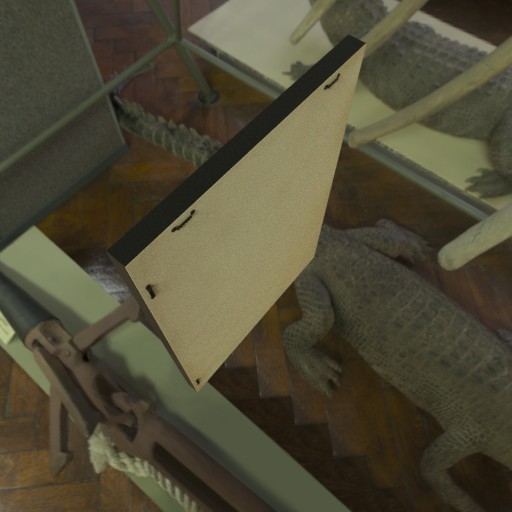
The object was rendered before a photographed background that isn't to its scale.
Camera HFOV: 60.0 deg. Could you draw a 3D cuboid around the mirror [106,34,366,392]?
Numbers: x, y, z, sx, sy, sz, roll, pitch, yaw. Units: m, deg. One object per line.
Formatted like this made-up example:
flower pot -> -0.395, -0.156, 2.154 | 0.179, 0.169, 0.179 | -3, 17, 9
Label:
mirror -> 0.000, 0.000, 0.916 | 0.039, 0.710, 0.507 | 36, 68, 17
